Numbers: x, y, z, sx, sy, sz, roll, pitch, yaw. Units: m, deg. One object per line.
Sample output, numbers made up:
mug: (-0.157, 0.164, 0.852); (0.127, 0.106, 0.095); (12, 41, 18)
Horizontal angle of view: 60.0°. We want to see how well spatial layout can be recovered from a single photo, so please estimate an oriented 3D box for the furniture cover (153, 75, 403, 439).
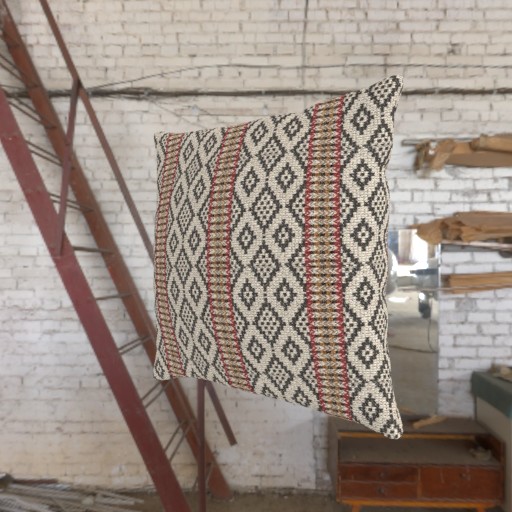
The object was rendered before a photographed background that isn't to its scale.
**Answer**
furniture cover: (0.000, 0.000, 0.761); (0.503, 0.506, 0.182); (0, 0, 37)
